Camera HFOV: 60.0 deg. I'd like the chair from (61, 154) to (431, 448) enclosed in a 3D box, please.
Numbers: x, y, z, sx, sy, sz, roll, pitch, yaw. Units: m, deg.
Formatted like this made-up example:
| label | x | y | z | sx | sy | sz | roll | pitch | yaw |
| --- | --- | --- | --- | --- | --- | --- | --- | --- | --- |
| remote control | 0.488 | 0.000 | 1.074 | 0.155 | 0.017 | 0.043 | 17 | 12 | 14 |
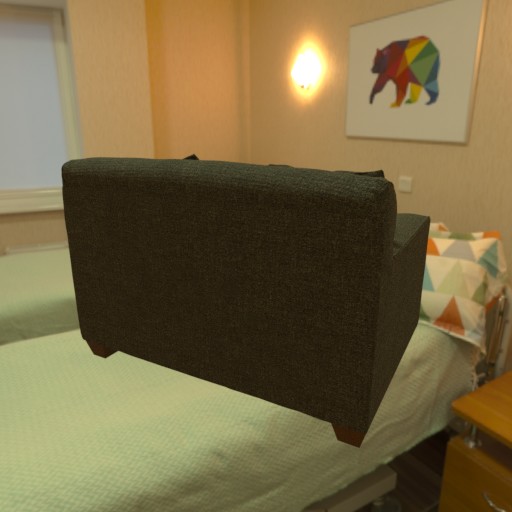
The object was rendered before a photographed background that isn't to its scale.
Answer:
| label | x | y | z | sx | sy | sz | roll | pitch | yaw |
| --- | --- | --- | --- | --- | --- | --- | --- | --- | --- |
| chair | 0.000 | 0.000 | 2.062 | 1.383 | 0.948 | 1.000 | 9 | 20 | 28 |
